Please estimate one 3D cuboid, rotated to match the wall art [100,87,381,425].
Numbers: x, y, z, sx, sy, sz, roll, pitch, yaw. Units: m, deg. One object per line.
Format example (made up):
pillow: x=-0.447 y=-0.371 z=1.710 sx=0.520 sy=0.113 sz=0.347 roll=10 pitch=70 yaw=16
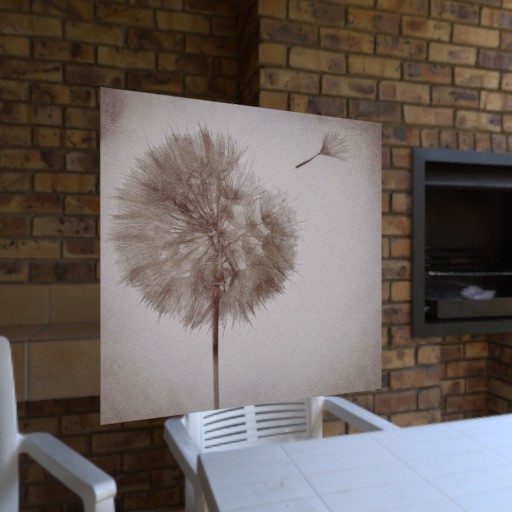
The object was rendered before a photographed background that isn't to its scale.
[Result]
wall art: x=0.000 y=0.000 z=1.148 sx=0.762 sy=0.762 sz=0.027 roll=0 pitch=0 yaw=-21
